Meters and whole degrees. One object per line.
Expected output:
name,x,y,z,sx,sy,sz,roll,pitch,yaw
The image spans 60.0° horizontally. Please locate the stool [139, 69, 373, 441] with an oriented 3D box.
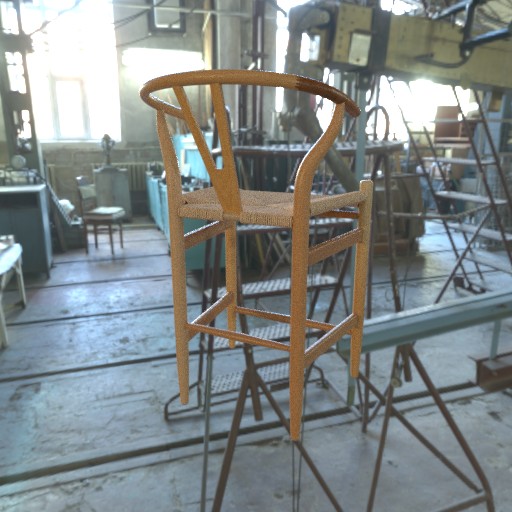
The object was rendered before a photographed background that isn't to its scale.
stool,0.000,0.000,1.269,0.536,0.923,0.575,7,17,26
